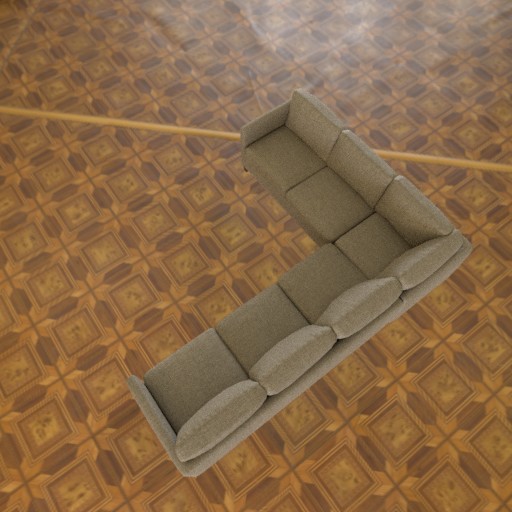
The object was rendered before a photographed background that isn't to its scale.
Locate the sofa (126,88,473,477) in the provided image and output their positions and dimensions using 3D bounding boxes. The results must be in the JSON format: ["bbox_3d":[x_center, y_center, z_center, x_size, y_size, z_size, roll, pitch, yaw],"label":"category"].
[{"bbox_3d":[0.000,0.000,4.424,3.302,0.947,2.593,-34,68,-16],"label":"sofa"}]
